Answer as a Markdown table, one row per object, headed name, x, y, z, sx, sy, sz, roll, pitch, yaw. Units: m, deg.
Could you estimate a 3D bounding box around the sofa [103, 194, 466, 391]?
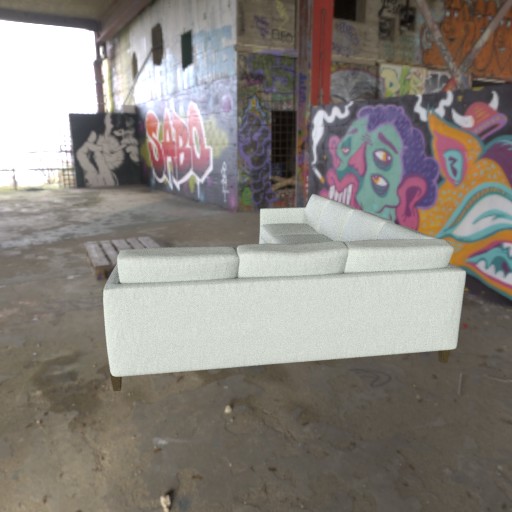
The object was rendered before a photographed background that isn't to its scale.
| name | x | y | z | sx | sy | sz | roll | pitch | yaw |
| --- | --- | --- | --- | --- | --- | --- | --- | --- | --- |
| sofa | 0.000 | 0.000 | 4.550 | 2.522 | 0.934 | 3.333 | -2 | 14 | -9 |
